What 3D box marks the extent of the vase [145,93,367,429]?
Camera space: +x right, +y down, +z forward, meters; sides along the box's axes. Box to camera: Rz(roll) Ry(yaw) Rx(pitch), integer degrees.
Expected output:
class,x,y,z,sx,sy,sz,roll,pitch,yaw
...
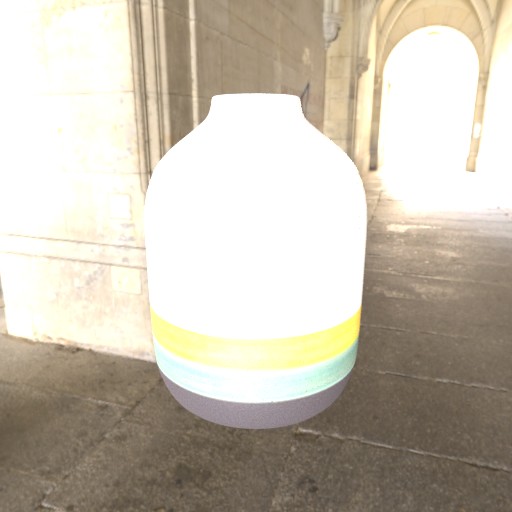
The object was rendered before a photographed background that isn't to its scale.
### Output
class,x,y,z,sx,sy,sz,roll,pitch,yaw
vase,0.000,0.000,0.355,0.169,0.240,0.169,0,16,0
